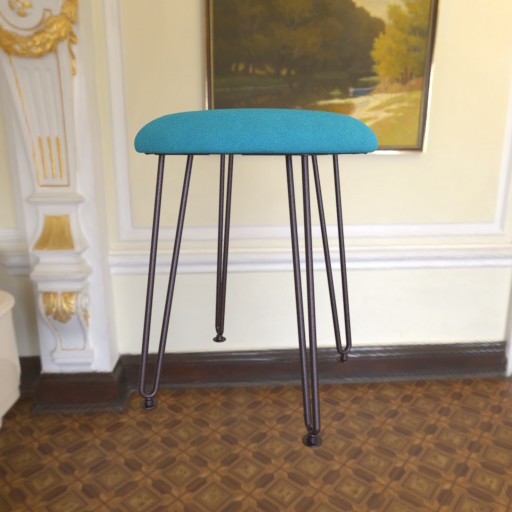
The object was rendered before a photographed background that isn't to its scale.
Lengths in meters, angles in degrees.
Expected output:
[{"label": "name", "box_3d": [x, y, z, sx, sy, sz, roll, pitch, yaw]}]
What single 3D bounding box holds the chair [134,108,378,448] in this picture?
[{"label": "chair", "box_3d": [0.000, 0.000, 0.699, 0.350, 0.430, 0.350, 2, 13, 8]}]
